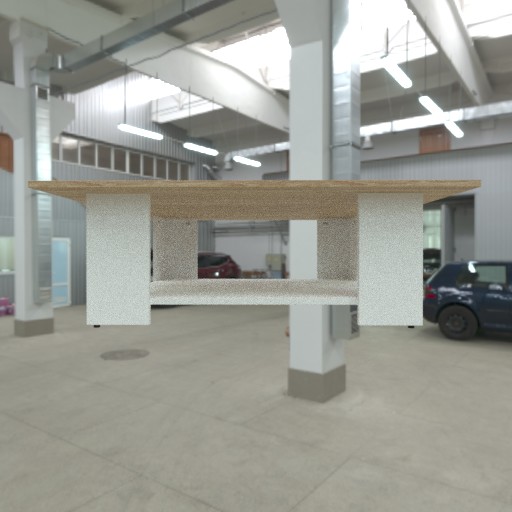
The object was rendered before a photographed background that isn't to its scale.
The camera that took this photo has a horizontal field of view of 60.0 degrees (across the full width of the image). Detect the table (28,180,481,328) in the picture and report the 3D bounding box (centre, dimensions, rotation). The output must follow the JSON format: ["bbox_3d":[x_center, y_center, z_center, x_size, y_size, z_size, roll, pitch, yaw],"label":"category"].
[{"bbox_3d":[0.000,0.000,1.316,0.890,0.305,0.890,0,0,1],"label":"table"}]
